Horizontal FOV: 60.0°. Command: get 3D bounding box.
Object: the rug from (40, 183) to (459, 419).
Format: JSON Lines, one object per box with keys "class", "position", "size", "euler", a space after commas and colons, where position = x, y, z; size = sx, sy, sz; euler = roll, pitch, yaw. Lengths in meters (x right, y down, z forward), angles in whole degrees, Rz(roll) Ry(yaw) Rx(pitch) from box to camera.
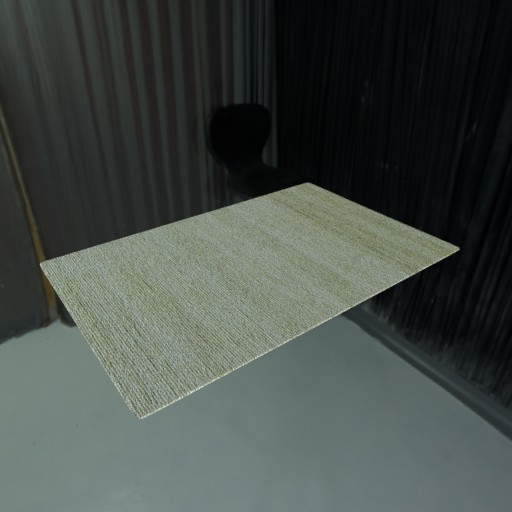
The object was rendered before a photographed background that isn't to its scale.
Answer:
{"class": "rug", "position": [0.000, 0.000, 2.194], "size": [1.758, 0.010, 1.143], "euler": [-21, 37, -31]}
